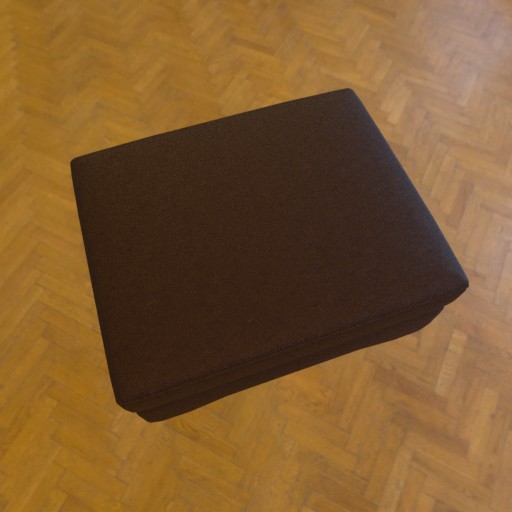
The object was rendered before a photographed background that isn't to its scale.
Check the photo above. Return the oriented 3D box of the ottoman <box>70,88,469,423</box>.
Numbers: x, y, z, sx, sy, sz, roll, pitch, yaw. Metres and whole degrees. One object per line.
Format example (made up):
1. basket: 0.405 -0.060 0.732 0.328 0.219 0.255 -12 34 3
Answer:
1. ottoman: 0.000 0.000 1.830 1.187 0.730 0.967 -17 65 -8
